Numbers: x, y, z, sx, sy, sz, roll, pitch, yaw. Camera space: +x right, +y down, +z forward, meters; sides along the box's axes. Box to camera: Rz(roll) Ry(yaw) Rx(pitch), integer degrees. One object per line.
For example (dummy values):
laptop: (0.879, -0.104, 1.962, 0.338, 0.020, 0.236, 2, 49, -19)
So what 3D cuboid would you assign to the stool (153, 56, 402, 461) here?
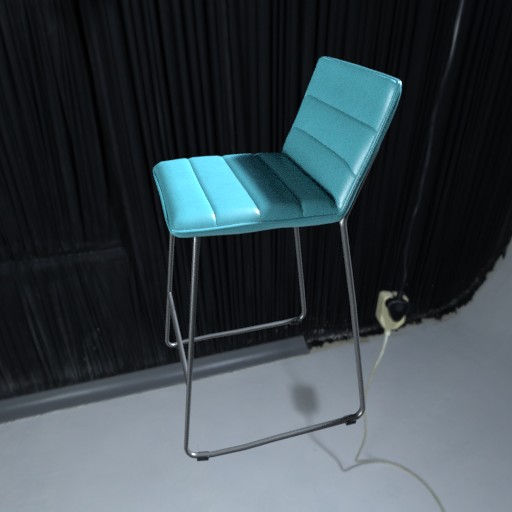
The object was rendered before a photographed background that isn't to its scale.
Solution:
stool: (0.000, 0.000, 1.191, 0.524, 0.936, 0.489, -9, 32, -14)
